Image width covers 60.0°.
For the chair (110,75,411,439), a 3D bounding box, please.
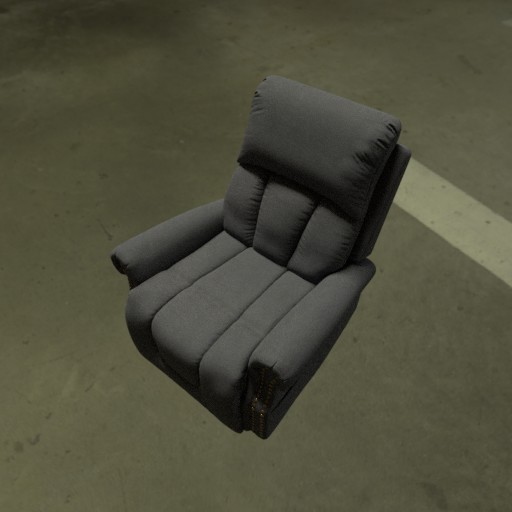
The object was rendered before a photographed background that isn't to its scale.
[{"bbox_3d":[0.000,0.000,1.760,0.871,1.031,0.979,31,54,26],"label":"chair"}]
